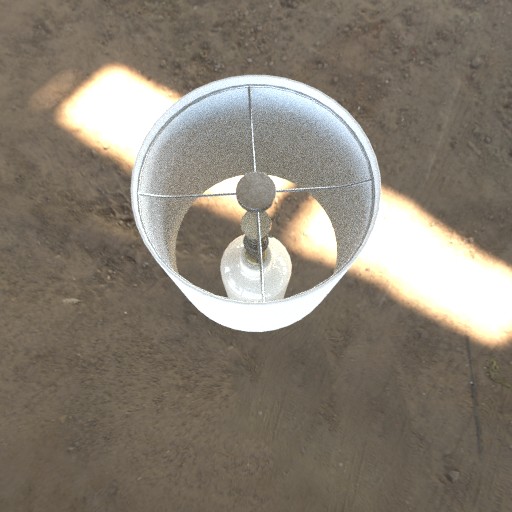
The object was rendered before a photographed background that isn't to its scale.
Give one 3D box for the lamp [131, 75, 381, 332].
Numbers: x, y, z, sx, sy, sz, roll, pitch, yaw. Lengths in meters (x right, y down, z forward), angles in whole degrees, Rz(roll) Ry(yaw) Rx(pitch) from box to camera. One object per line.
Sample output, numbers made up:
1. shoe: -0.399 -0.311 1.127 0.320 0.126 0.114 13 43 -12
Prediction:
1. lamp: 0.000 0.000 0.587 0.207 0.461 0.207 -4 75 -1
